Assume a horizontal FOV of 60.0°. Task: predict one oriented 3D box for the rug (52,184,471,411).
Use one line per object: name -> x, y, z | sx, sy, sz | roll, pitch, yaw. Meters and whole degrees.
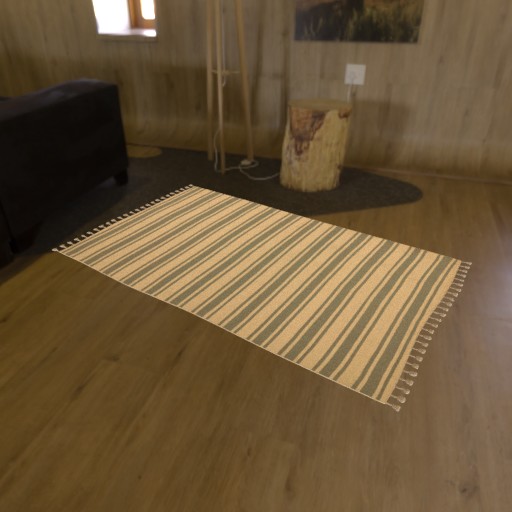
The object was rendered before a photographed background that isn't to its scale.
rug -> 0.000, 0.000, 2.517 | 2.084, 0.009, 1.222 | 19, 36, 29
